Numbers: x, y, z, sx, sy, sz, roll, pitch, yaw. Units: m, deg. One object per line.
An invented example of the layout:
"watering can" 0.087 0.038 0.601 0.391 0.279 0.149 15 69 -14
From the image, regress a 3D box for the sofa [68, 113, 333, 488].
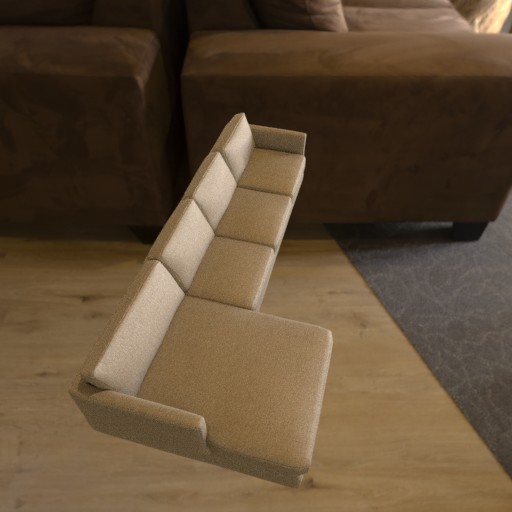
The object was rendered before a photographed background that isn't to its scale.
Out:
"sofa" 0.000 0.000 3.704 1.502 0.876 3.201 11 48 10
